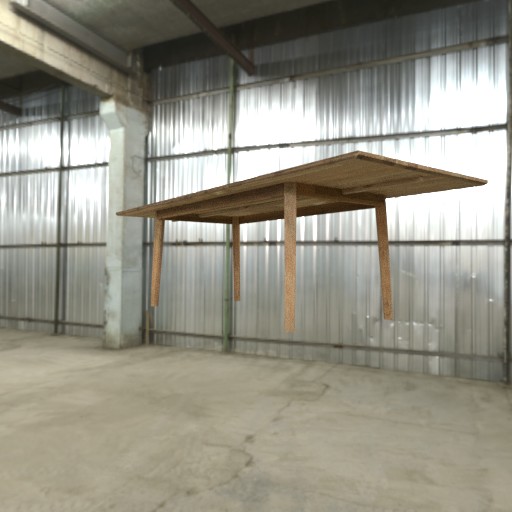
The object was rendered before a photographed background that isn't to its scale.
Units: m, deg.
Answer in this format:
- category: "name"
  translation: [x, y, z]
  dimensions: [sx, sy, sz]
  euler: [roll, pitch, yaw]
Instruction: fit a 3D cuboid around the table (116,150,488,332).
- category: "table"
  translation: [0.000, 0.000, 2.991]
  dimensions: [1.000, 0.752, 2.603]
  euler: [1, -1, -37]
